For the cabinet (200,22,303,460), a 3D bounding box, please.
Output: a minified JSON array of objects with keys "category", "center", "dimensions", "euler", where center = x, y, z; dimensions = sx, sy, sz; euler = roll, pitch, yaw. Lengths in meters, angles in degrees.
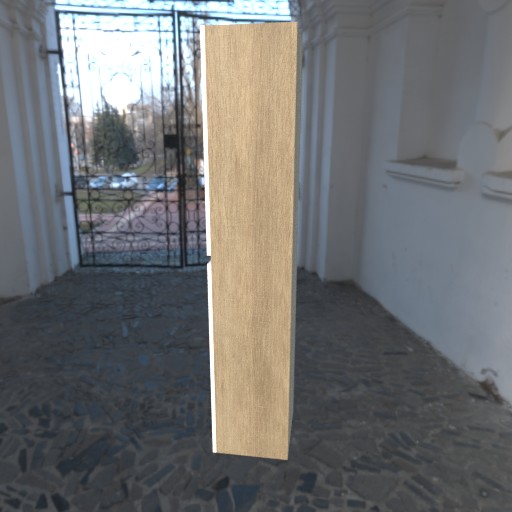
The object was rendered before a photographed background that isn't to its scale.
[{"category":"cabinet","center":[0.000,0.000,1.541],"dimensions":[0.270,1.400,0.300],"euler":[2,15,8]}]
